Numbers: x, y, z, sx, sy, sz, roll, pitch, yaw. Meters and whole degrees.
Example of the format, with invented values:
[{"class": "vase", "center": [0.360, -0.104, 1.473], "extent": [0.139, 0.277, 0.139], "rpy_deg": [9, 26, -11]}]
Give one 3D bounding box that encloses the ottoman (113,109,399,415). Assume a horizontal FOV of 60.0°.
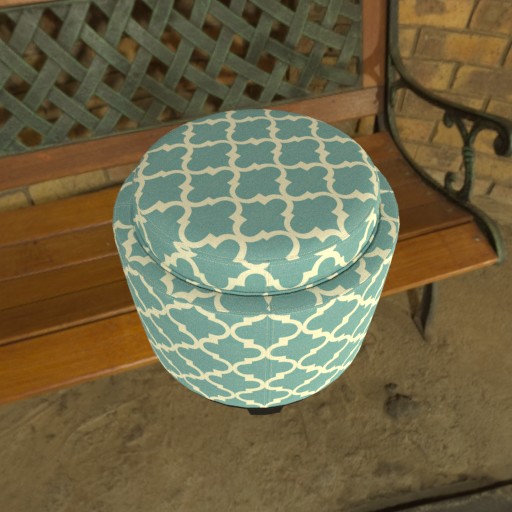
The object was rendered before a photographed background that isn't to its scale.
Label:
[{"class": "ottoman", "center": [0.000, 0.000, 0.850], "extent": [0.480, 0.429, 0.480], "rpy_deg": [0, 48, 0]}]
